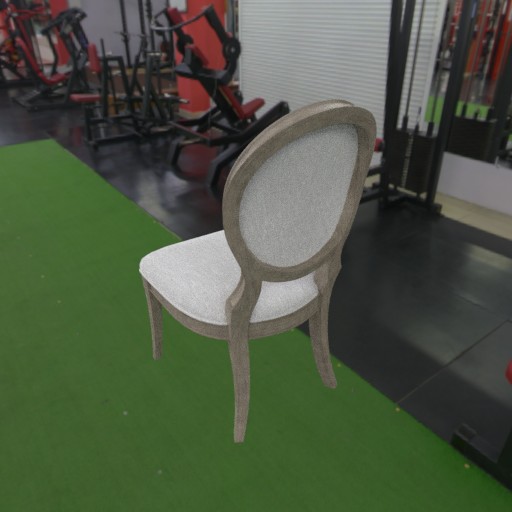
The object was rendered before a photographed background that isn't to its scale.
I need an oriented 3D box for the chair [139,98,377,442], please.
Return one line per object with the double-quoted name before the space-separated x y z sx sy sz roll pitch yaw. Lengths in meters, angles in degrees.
"chair" 0.000 0.000 1.351 0.558 0.990 0.602 -19 34 -29
